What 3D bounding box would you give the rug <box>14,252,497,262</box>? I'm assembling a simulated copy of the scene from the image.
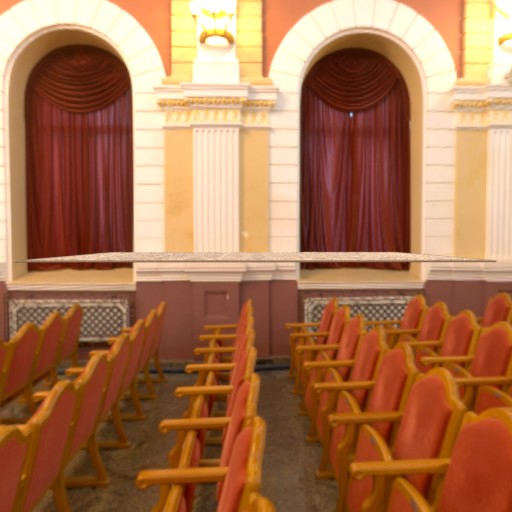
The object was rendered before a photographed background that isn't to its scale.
[{"bbox_3d":[0.000,0.000,2.984,2.438,0.011,1.524,0,2,-1],"label":"rug"}]
